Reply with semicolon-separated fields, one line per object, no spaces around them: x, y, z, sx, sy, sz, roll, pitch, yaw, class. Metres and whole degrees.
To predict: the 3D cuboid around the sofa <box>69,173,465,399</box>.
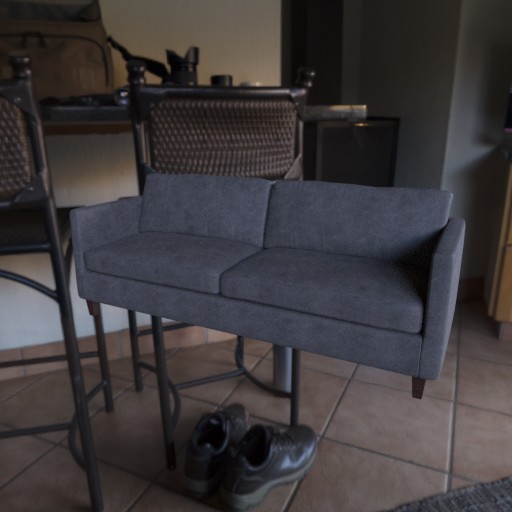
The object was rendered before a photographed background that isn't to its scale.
0.000;0.000;2.926;2.434;0.965;0.951;8;18;26;sofa
